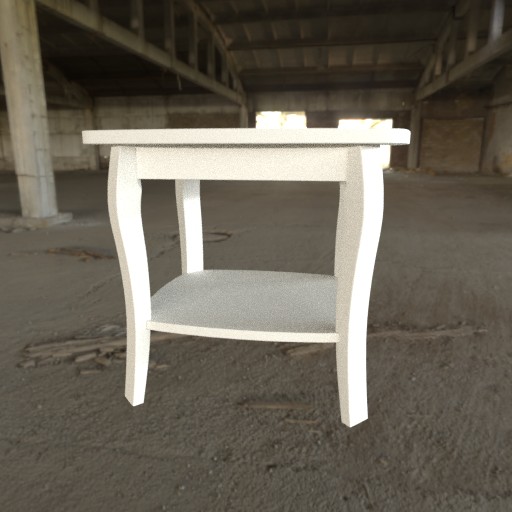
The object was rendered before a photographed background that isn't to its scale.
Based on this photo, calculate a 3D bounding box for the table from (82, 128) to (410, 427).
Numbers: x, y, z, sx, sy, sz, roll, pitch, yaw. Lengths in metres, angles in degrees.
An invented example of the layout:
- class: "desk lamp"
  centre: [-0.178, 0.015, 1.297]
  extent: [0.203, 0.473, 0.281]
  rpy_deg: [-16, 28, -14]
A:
- class: "table"
  centre: [0.000, 0.000, 0.823]
  extent: [0.502, 0.438, 0.451]
  rpy_deg: [2, 14, 9]
